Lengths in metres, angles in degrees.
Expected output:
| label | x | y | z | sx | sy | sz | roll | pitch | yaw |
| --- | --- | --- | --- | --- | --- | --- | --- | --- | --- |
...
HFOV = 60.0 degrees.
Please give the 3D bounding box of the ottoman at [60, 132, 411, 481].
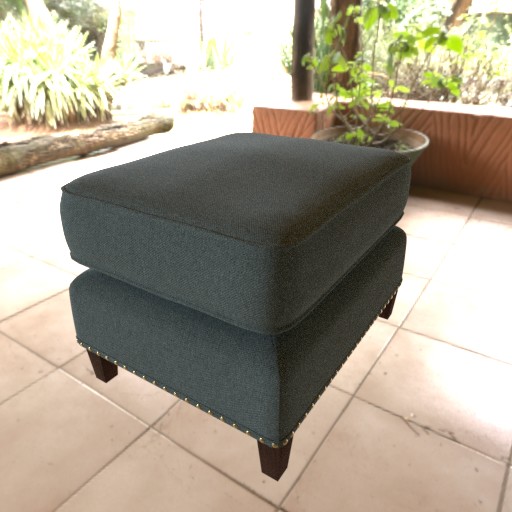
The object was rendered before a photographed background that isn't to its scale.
| label | x | y | z | sx | sy | sz | roll | pitch | yaw |
| --- | --- | --- | --- | --- | --- | --- | --- | --- | --- |
| ottoman | 0.000 | 0.000 | 1.130 | 0.589 | 0.537 | 0.738 | 16 | 31 | 29 |
